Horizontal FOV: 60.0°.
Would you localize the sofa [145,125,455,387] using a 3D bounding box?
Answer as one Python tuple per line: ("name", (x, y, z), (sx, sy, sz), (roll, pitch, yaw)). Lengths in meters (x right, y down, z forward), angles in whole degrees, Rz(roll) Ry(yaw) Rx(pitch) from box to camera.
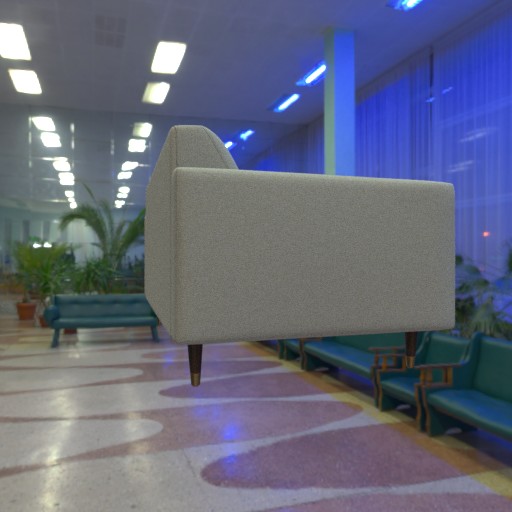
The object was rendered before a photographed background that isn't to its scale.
("sofa", (0.000, 0.000, 2.098), (0.950, 0.801, 1.585), (0, 0, -17))
